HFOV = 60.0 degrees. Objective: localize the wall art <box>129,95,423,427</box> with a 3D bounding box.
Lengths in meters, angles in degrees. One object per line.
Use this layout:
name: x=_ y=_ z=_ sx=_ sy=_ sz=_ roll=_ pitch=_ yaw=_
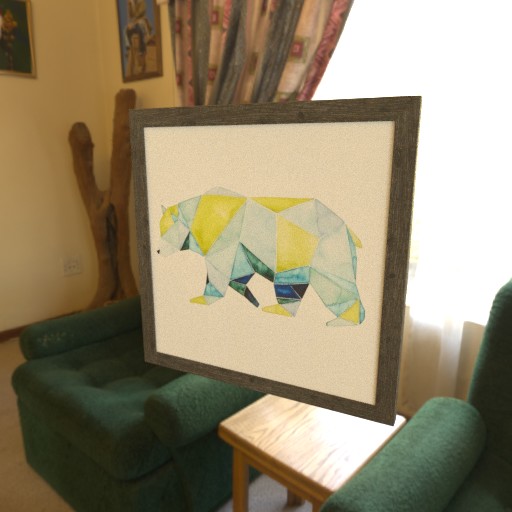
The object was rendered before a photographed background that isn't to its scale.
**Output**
wall art: x=0.000 y=0.000 z=0.705 sx=0.462 sy=0.459 sz=0.027 roll=7 pitch=15 yaw=26
